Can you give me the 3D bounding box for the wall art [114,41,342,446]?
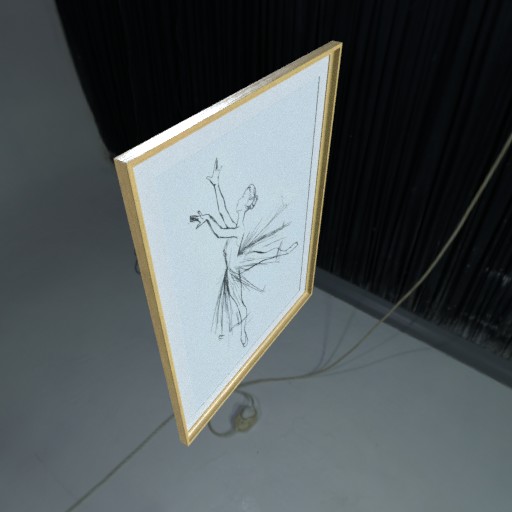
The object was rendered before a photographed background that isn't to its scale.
[{"bbox_3d":[0.000,0.000,1.312,0.030,1.002,0.798,24,47,25],"label":"wall art"}]
